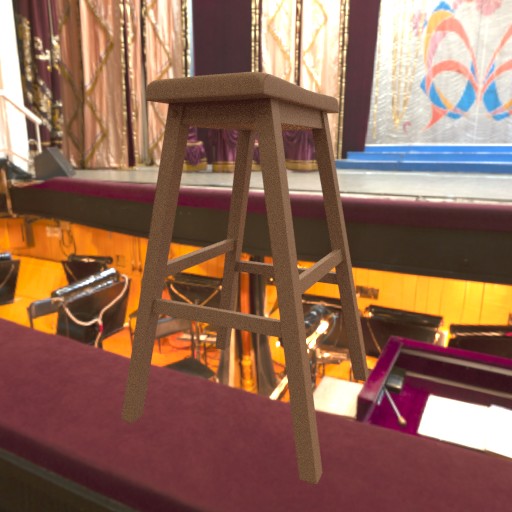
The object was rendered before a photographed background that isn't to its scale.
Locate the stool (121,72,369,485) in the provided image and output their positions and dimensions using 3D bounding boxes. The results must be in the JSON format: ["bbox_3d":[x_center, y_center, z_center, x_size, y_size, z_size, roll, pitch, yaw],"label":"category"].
[{"bbox_3d":[0.000,0.000,1.046,0.476,0.737,0.457,7,15,25],"label":"stool"}]
